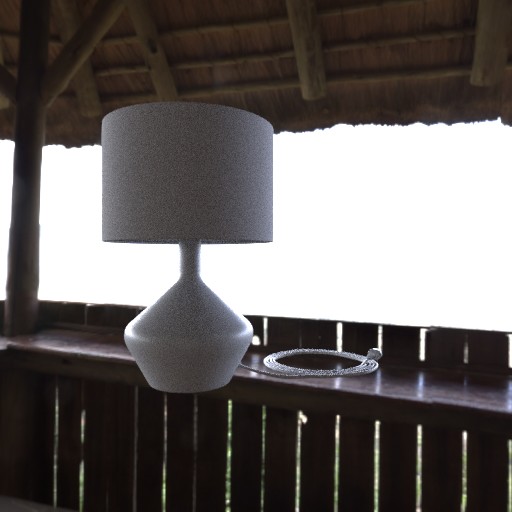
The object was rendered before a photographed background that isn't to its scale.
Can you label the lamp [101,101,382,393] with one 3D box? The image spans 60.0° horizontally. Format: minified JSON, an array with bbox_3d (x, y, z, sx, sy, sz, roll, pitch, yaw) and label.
[{"bbox_3d":[0.000,0.000,0.857,0.546,0.457,0.401,0,0,-1],"label":"lamp"}]
